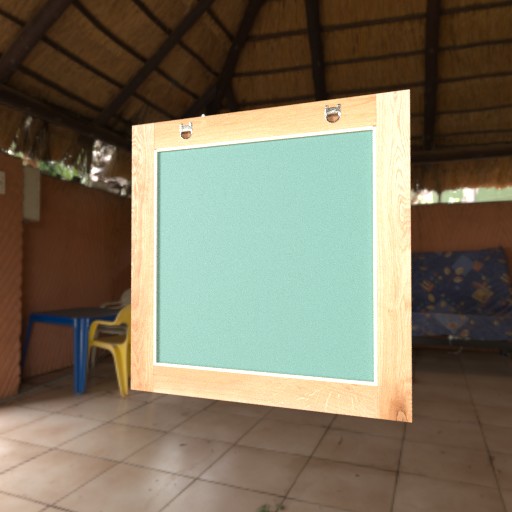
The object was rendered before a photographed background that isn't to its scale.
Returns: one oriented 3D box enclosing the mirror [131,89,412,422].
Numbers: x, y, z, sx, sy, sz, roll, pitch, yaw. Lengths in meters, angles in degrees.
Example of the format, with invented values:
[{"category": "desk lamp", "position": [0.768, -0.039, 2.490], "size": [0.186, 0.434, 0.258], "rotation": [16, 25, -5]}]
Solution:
[{"category": "mirror", "position": [0.000, 0.000, 1.212], "size": [0.800, 0.800, 0.020], "rotation": [0, -1, 20]}]
